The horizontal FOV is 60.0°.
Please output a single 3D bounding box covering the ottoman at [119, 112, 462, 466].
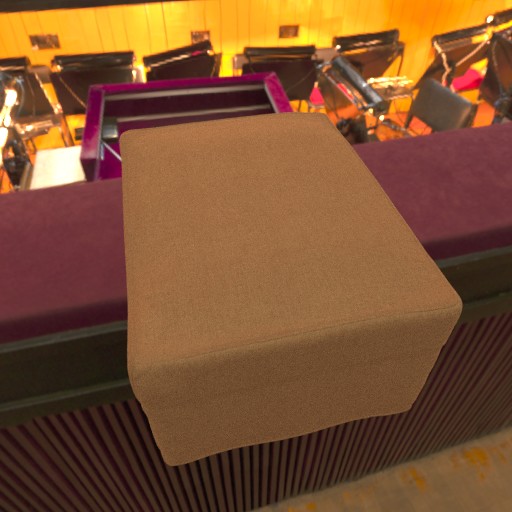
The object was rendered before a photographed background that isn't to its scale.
[{"bbox_3d":[0.000,0.000,1.206,0.650,0.485,0.833,-9,46,-9],"label":"ottoman"}]
